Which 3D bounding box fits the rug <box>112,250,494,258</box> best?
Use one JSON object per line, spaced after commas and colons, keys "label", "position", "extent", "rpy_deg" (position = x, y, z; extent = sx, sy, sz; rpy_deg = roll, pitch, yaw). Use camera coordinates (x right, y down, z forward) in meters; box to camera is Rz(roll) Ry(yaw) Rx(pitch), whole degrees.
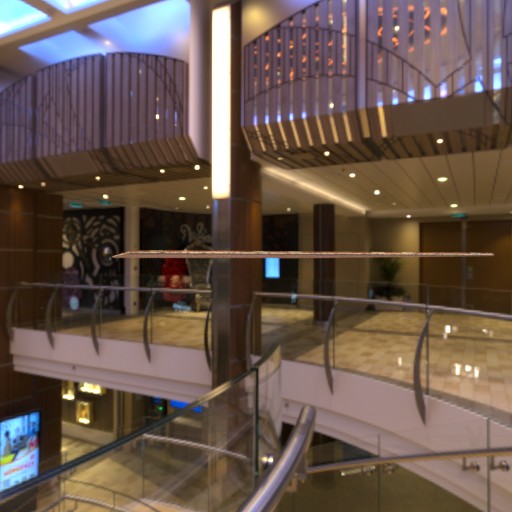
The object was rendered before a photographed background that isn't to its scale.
{"label": "rug", "position": [0.000, 0.000, 4.129], "extent": [2.466, 0.021, 3.049], "rpy_deg": [0, -1, -20]}
